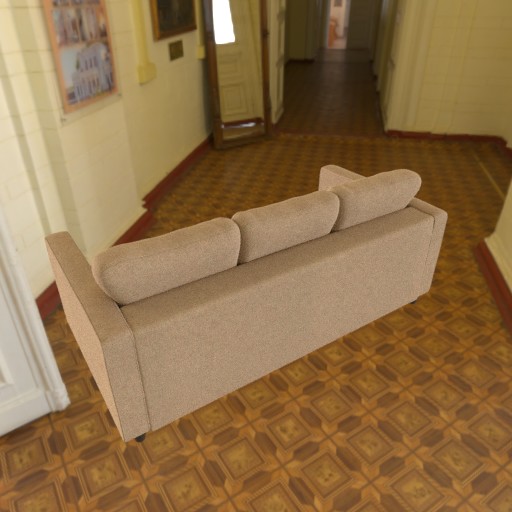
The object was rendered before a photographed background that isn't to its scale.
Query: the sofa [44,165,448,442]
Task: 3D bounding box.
[{"bbox_3d":[0.000,0.000,2.336,1.855,0.800,0.930,-19,36,-28],"label":"sofa"}]
